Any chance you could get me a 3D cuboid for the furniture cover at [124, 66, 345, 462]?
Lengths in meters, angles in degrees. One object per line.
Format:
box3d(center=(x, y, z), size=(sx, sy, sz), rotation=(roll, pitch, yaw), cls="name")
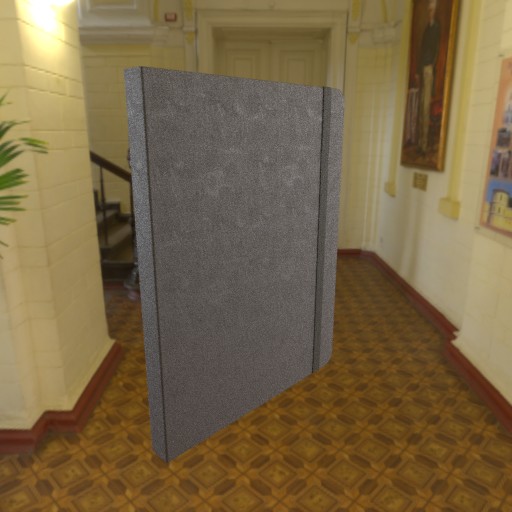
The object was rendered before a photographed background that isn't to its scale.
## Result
box3d(center=(0.000, 0.000, 0.380), size=(0.023, 0.281, 0.216), rotation=(15, 21, 42), cls="furniture cover")
